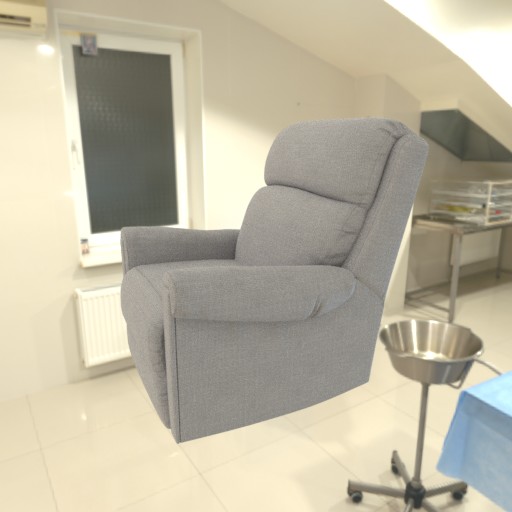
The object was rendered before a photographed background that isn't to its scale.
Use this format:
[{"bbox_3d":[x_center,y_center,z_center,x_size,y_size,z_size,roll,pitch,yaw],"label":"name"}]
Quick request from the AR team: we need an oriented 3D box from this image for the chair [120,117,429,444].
[{"bbox_3d":[0.000,0.000,1.768,1.014,1.054,0.838,-7,16,-25],"label":"chair"}]
